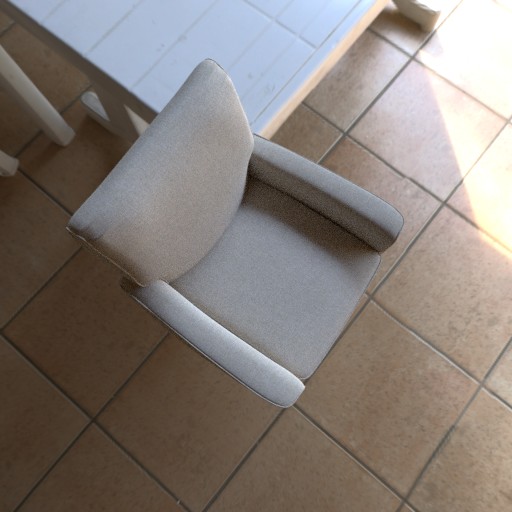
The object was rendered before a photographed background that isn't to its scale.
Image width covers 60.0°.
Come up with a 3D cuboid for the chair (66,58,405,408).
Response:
[{"bbox_3d":[0.000,0.000,1.691,0.859,1.023,0.845,33,78,8],"label":"chair"}]
